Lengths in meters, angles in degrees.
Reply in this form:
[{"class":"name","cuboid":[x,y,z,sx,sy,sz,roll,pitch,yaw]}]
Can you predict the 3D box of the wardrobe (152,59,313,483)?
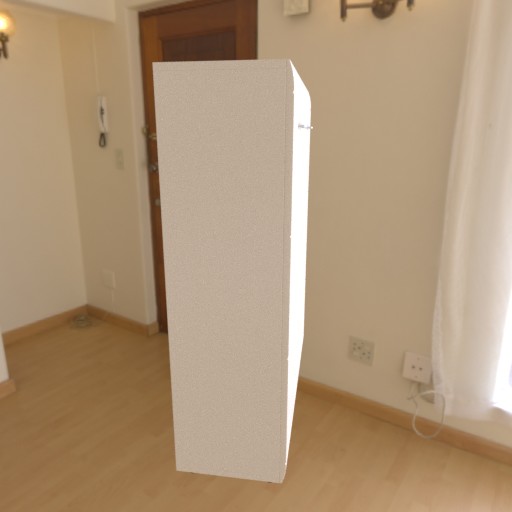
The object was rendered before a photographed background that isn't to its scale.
[{"class":"wardrobe","cuboid":[0.000,0.000,1.627,0.360,1.200,0.900,3,16,9]}]
